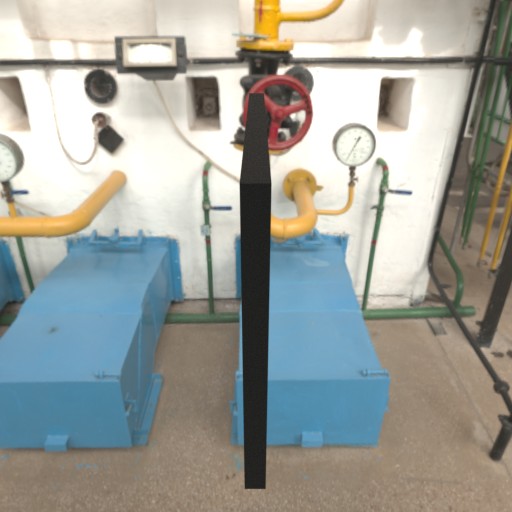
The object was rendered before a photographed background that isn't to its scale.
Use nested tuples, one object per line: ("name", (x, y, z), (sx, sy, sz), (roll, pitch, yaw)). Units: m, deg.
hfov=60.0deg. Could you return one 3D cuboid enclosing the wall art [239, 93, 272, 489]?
("wall art", (0.000, 0.000, 0.772), (0.031, 0.457, 0.558), (0, 28, 0))
